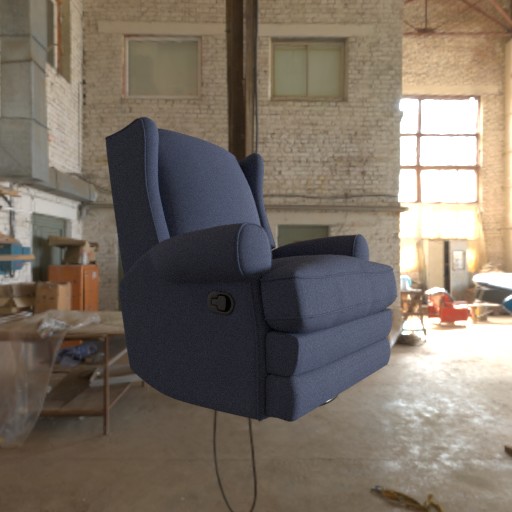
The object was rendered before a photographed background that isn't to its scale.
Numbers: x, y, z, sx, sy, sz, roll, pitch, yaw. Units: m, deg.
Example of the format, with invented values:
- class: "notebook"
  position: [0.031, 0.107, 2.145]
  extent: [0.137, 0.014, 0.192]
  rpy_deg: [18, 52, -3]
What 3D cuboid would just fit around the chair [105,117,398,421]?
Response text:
- class: "chair"
  position: [0.000, 0.000, 1.733]
  extent: [0.877, 1.020, 0.971]
  rpy_deg: [0, 0, 35]
